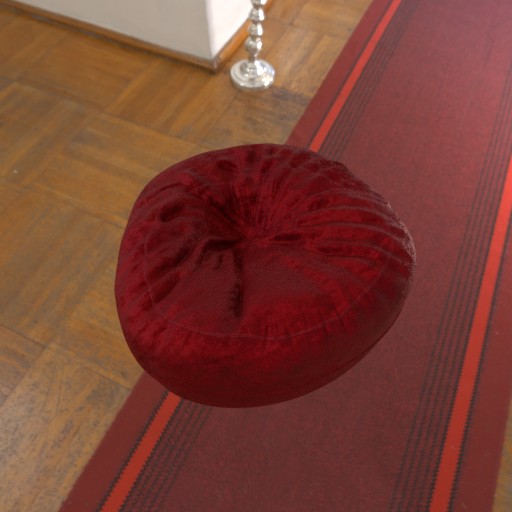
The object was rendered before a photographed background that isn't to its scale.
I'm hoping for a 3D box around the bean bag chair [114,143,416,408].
[{"bbox_3d":[0.000,0.000,2.429,1.524,0.878,1.524,-17,60,-10],"label":"bean bag chair"}]
